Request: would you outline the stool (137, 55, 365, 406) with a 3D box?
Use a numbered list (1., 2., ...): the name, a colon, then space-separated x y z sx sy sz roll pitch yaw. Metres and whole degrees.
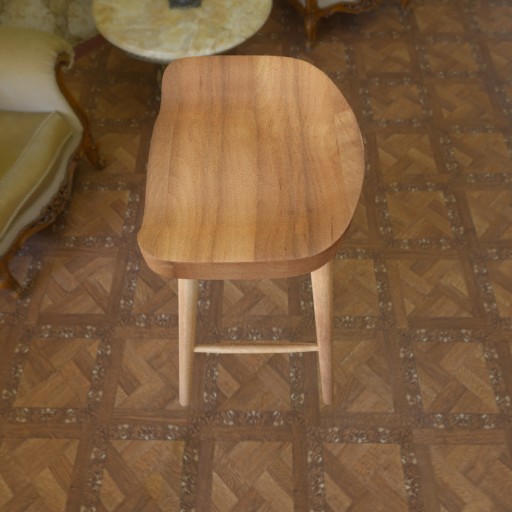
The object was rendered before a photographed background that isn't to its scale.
1. stool: 0.000 0.000 0.887 0.361 0.615 0.440 0 58 0
